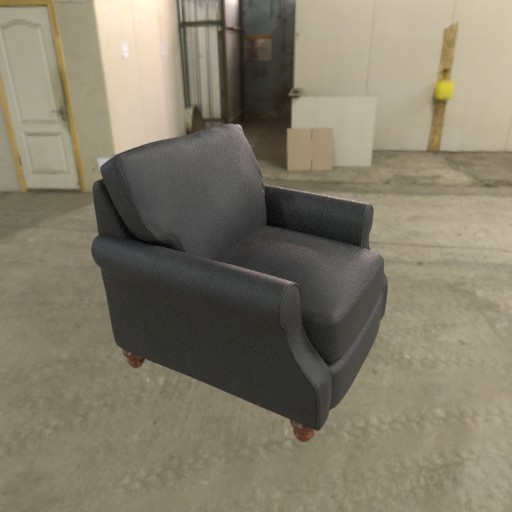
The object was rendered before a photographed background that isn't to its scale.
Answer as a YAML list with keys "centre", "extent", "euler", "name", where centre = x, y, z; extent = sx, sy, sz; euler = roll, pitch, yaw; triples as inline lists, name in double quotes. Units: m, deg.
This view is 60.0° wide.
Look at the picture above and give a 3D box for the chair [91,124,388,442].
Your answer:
- centre: [0.000, 0.000, 1.848]
  extent: [1.027, 0.960, 1.015]
  euler: [16, 30, 31]
  name: "chair"
